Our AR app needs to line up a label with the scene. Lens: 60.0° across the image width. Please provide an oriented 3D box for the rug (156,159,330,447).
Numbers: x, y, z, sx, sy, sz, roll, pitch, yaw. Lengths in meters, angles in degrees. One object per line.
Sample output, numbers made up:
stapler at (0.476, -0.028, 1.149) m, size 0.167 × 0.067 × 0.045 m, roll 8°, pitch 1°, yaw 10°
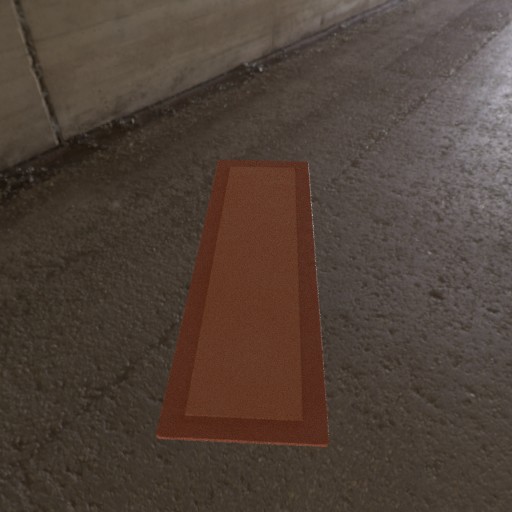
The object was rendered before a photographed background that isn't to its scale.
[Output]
rug at (0.000, 0.000, 2.821) m, size 0.914 × 0.013 × 2.471 m, roll -1°, pitch 41°, yaw -1°
